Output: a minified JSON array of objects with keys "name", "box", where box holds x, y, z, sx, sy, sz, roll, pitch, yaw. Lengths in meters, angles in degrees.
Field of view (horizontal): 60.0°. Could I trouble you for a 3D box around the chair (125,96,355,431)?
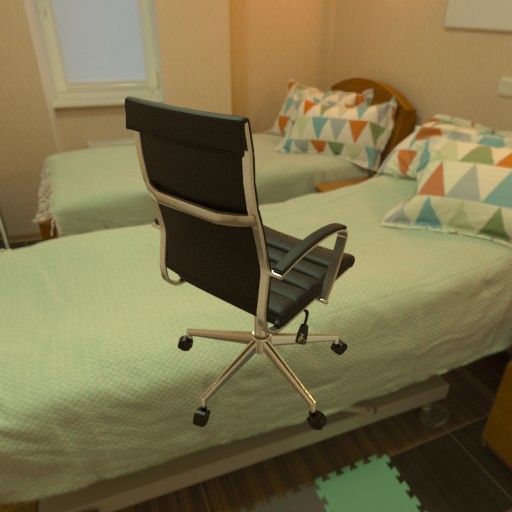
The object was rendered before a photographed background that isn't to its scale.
[{"name":"chair","box":[0.000,0.000,1.620,0.766,1.149,0.739,22,36,33]}]
